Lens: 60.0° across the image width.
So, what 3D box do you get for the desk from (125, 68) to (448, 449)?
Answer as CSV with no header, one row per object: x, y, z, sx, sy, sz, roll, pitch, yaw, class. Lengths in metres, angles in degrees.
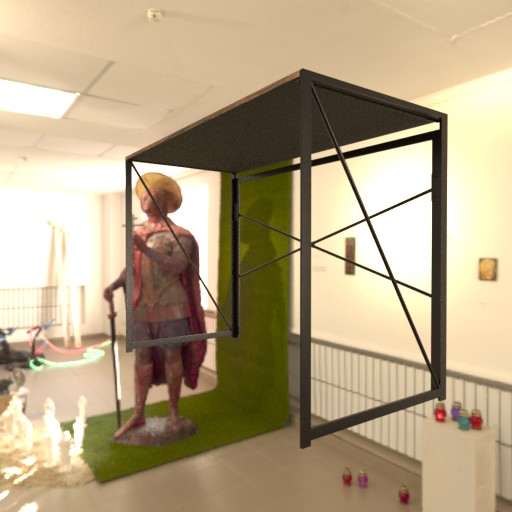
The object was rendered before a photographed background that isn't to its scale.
0.000,0.000,1.427,0.505,0.747,1.015,-1,1,-35,desk
